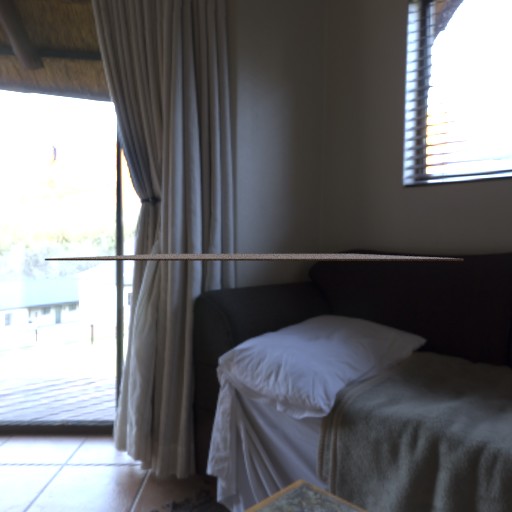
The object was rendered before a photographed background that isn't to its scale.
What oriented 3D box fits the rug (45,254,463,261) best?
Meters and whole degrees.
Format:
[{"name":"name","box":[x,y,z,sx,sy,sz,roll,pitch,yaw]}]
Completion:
[{"name":"rug","box":[0.000,0.000,4.066,2.439,0.013,3.048,0,1,1]}]
